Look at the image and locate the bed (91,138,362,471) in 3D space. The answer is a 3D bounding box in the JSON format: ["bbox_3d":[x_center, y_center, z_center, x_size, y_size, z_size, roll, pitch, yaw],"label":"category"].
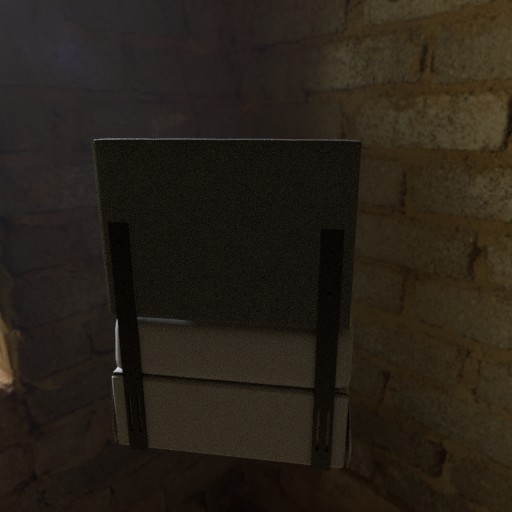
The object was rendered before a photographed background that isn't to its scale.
[{"bbox_3d":[0.000,0.000,2.953,1.261,1.571,1.997,2,17,8],"label":"bed"}]
